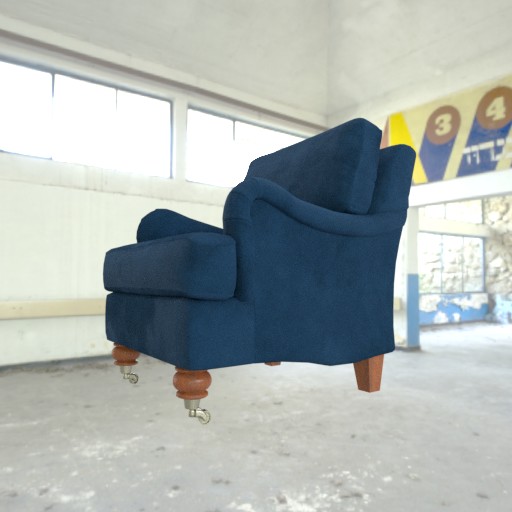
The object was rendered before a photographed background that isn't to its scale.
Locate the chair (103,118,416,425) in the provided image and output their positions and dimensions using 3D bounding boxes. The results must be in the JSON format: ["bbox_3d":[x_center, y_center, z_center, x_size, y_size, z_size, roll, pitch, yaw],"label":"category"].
[{"bbox_3d":[0.000,0.000,1.869,1.078,1.076,0.895,2,-4,-34],"label":"chair"}]
